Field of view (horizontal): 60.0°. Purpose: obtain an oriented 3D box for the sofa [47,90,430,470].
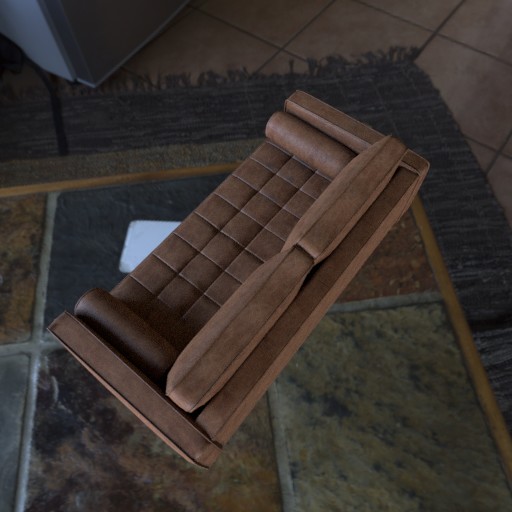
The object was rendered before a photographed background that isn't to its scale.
[{"bbox_3d":[0.000,0.000,2.354,0.924,0.825,1.920,35,68,17],"label":"sofa"}]
